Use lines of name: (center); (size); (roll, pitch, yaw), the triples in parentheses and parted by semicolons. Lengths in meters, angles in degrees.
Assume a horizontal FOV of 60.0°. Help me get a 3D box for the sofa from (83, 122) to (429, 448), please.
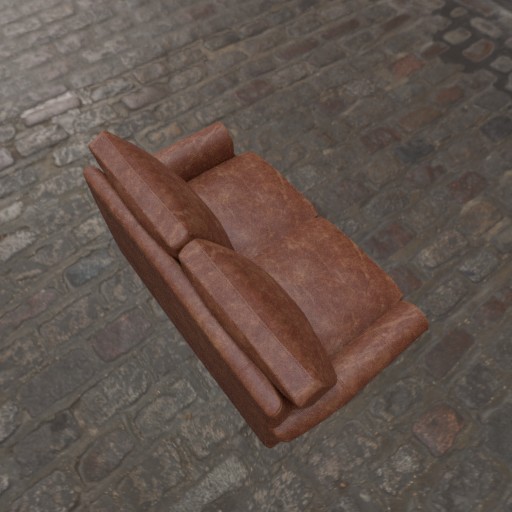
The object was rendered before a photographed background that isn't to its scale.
sofa: (0.000, 0.000, 2.233); (0.990, 0.967, 1.616); (-34, 65, -19)
